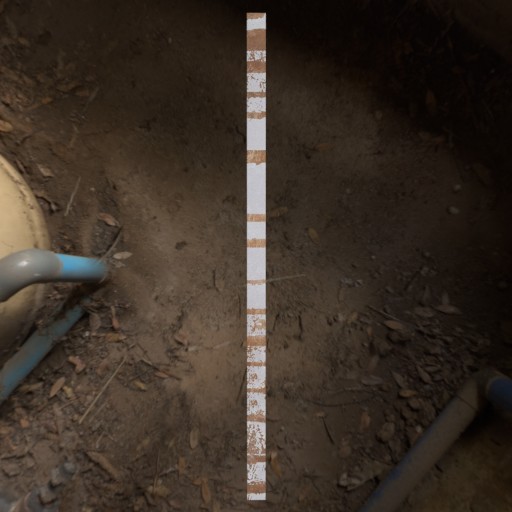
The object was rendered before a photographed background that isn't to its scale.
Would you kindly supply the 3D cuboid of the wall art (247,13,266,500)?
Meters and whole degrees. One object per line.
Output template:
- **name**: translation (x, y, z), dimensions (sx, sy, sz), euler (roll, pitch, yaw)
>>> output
- **wall art**: translation (0.000, 0.000, 1.136), dimensions (0.035, 0.609, 0.914), euler (0, 91, 0)
